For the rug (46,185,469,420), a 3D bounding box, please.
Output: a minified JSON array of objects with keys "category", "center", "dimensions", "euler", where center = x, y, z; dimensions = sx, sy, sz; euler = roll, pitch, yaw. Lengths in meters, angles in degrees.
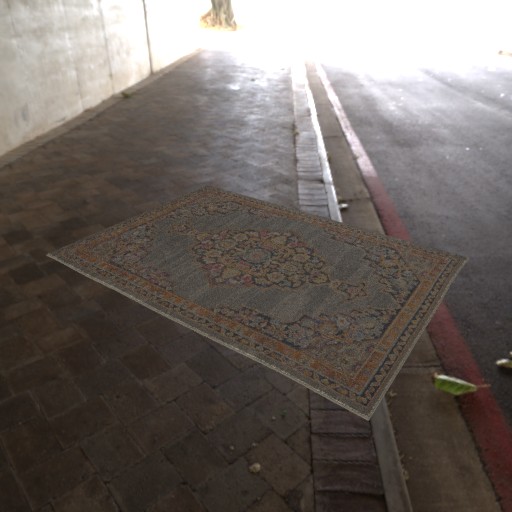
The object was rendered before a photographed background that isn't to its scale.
[{"category":"rug","center":[0.000,0.000,3.711],"dimensions":[2.901,0.026,2.043],"euler":[20,35,31]}]
